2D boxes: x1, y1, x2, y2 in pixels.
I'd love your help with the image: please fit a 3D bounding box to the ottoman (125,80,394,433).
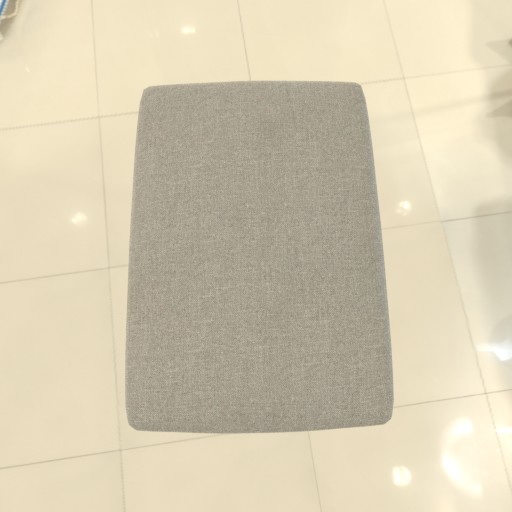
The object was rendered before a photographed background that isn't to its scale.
[{"bbox_3d":[0.000,0.000,1.165,0.584,0.457,0.838,-1,76,0],"label":"ottoman"}]
